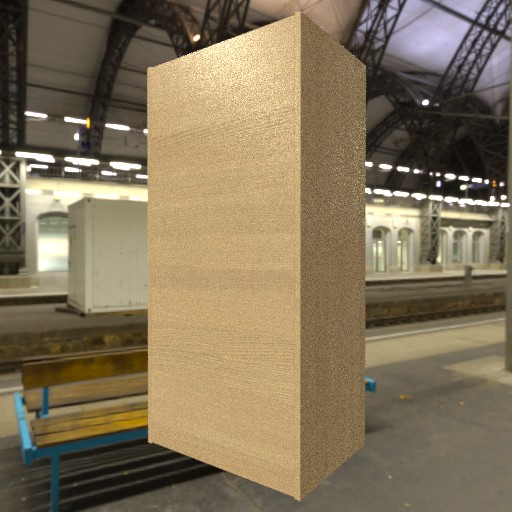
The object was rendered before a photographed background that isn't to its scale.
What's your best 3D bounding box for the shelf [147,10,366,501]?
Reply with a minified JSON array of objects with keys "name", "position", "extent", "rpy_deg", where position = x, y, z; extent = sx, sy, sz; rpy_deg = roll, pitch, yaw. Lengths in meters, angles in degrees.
[{"name":"shelf","position":[0.000,0.000,1.032],"extent":[0.417,0.876,0.292],"rpy_deg":[0,1,37]}]
